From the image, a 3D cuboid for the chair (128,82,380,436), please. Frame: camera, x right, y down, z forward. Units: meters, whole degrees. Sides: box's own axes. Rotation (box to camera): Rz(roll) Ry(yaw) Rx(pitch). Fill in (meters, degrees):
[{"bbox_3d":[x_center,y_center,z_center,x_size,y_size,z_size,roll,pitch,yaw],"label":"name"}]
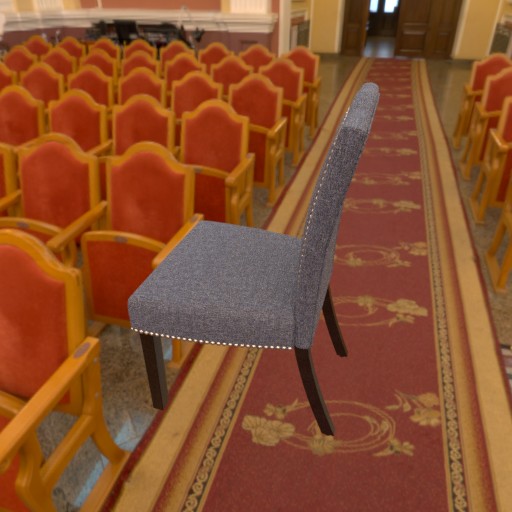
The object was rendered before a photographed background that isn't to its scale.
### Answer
[{"bbox_3d":[0.000,0.000,1.294,0.589,0.946,0.518,9,32,14],"label":"chair"}]
